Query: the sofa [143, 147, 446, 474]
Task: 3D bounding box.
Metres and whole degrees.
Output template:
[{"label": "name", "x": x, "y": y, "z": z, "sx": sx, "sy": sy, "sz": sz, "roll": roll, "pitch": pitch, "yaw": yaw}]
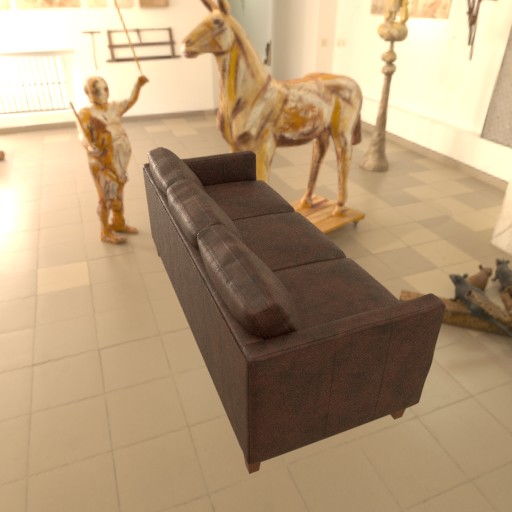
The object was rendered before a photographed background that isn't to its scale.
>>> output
[{"label": "sofa", "x": 0.000, "y": 0.000, "z": 2.996, "sx": 1.045, "sy": 1.006, "sz": 2.464, "roll": -12, "pitch": 33, "yaw": -19}]
